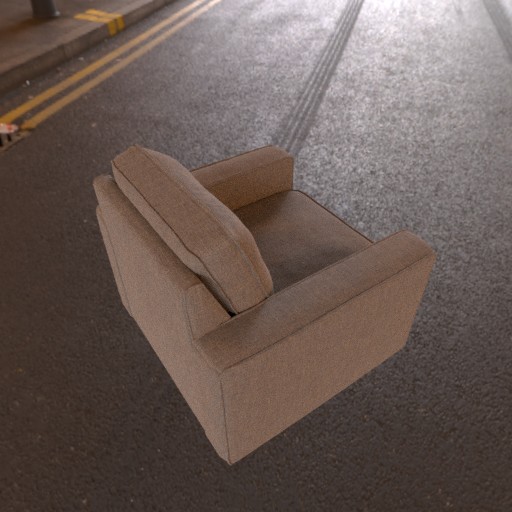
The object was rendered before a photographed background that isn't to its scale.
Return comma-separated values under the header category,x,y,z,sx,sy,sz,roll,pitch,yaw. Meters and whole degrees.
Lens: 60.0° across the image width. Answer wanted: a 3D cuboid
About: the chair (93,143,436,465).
category,x,y,z,sx,sy,sz,roll,pitch,yaw
chair,0.000,0.000,1.782,0.940,0.914,1.016,-25,47,-25
